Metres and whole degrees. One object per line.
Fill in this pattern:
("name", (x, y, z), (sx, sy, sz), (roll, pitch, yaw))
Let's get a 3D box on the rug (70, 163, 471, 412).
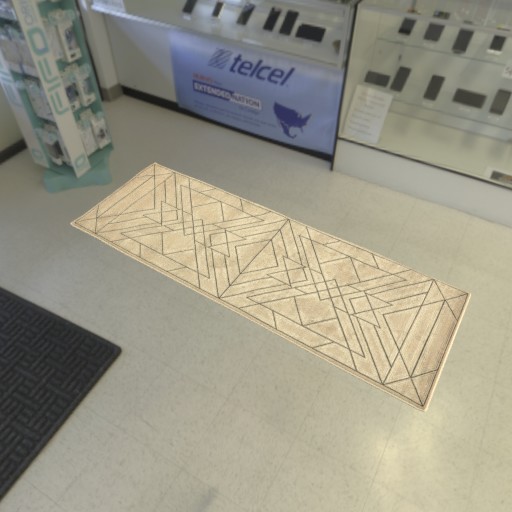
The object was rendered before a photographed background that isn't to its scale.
("rug", (0.000, 0.000, 2.715), (2.381, 0.036, 0.831), (25, 52, 22))
